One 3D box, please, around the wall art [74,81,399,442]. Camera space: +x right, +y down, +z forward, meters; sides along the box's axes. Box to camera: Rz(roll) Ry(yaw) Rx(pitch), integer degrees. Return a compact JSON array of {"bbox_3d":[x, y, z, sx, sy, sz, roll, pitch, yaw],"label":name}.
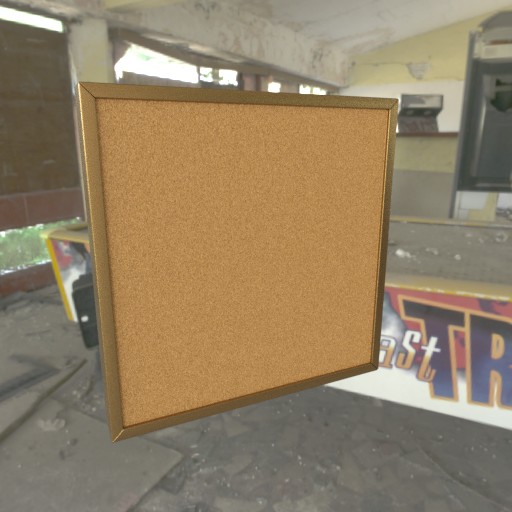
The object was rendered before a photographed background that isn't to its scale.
[{"bbox_3d":[0.000,0.000,0.440,0.305,0.305,0.037,-7,16,-25],"label":"wall art"}]
